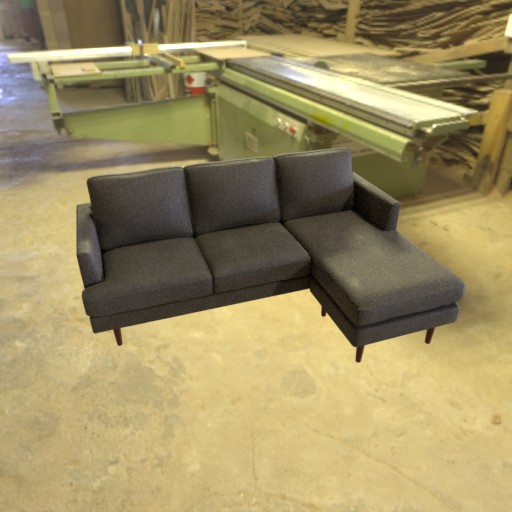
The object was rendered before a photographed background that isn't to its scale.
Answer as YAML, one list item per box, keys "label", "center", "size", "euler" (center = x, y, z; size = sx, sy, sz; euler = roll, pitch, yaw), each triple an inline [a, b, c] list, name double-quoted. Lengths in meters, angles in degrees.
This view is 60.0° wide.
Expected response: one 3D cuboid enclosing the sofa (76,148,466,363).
- label: "sofa"
  center: [0.000, 0.000, 2.985]
  size: [2.233, 0.956, 1.504]
  euler: [-10, 32, -16]
